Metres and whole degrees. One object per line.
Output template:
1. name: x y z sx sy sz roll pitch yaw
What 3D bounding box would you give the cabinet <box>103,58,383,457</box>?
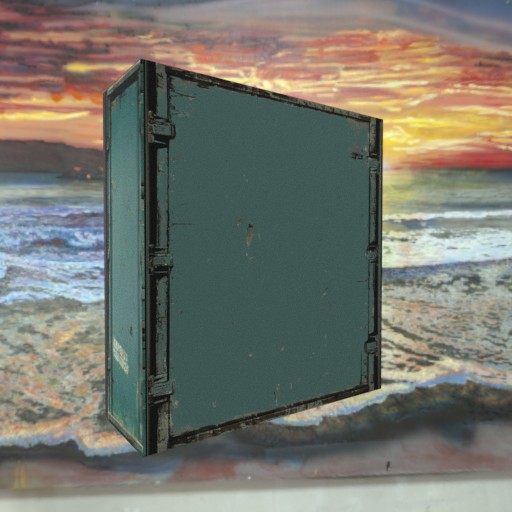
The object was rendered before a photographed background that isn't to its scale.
1. cabinet: 0.000 0.000 3.253 2.000 2.160 0.680 -1 2 -35
